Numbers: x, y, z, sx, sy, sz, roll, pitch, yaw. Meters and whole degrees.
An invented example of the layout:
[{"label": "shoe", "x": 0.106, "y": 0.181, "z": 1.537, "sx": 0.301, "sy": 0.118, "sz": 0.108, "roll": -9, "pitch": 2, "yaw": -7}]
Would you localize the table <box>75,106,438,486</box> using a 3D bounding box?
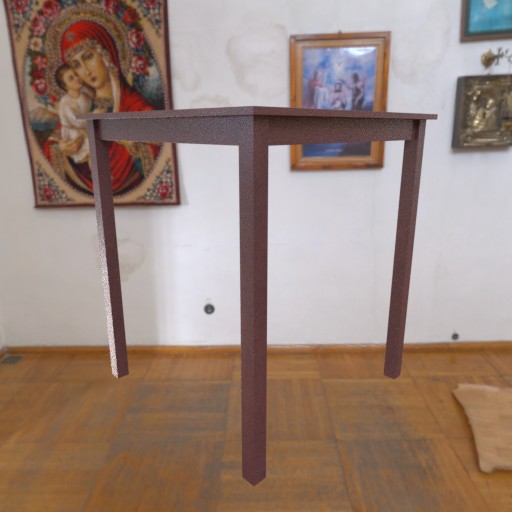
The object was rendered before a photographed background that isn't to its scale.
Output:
[{"label": "table", "x": 0.000, "y": 0.000, "z": 1.627, "sx": 0.861, "sy": 0.991, "sz": 0.861, "roll": -15, "pitch": 22, "yaw": -42}]
